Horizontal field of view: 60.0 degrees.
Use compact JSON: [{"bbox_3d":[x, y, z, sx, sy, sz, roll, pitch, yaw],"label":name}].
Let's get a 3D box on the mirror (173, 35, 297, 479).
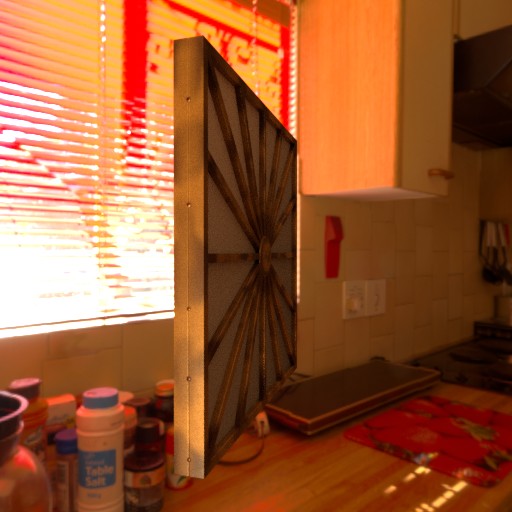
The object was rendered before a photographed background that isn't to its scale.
[{"bbox_3d":[0.000,0.000,0.753,0.042,0.507,0.509,0,1,17],"label":"mirror"}]
